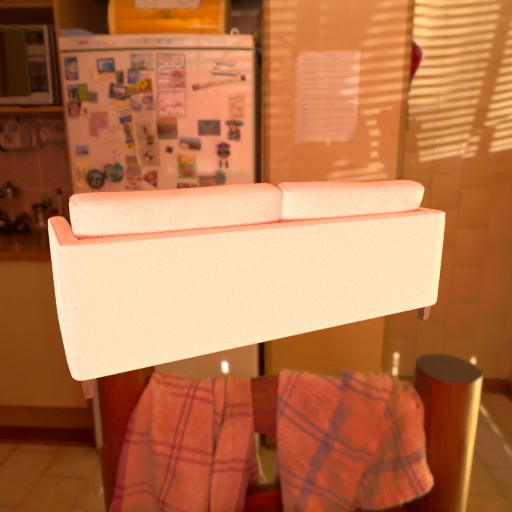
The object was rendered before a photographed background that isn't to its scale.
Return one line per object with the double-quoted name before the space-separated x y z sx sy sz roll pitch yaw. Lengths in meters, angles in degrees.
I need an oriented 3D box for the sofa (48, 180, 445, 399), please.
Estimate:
"sofa" 0.000 0.000 2.848 2.361 0.962 0.951 -7 15 -26
